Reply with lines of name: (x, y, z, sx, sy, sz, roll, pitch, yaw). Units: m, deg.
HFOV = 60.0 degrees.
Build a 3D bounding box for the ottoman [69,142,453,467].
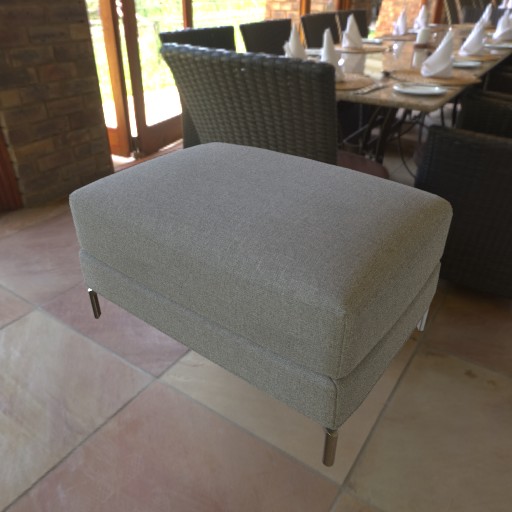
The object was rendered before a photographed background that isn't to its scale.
ottoman: (0.000, 0.000, 1.191, 0.838, 0.457, 0.584, 22, 37, 31)
